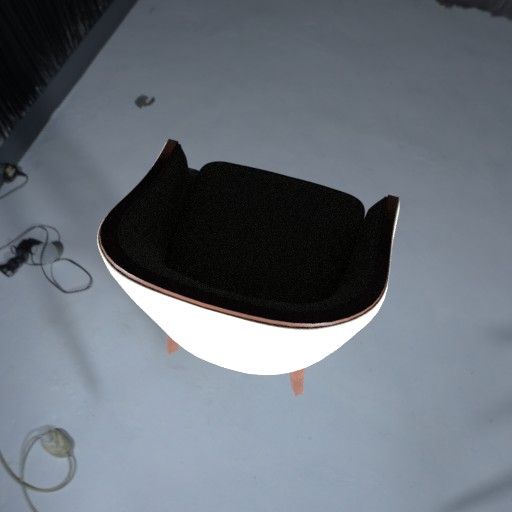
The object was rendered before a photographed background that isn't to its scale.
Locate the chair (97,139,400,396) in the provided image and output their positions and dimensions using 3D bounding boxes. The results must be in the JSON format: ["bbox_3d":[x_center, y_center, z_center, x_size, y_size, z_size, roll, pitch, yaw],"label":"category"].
[{"bbox_3d":[0.000,0.000,1.464,0.803,0.876,0.735,16,64,8],"label":"chair"}]
